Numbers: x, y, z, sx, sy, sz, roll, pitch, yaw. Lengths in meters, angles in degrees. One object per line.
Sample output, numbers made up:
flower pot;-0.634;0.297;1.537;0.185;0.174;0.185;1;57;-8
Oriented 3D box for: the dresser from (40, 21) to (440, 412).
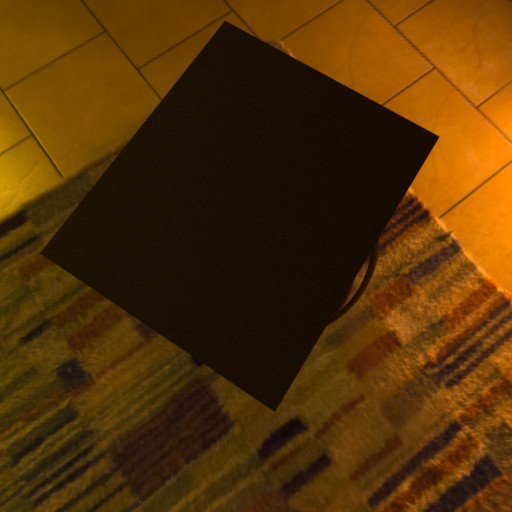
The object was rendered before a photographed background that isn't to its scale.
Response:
dresser;0.000;0.000;0.820;0.360;0.560;0.400;32;77;8
